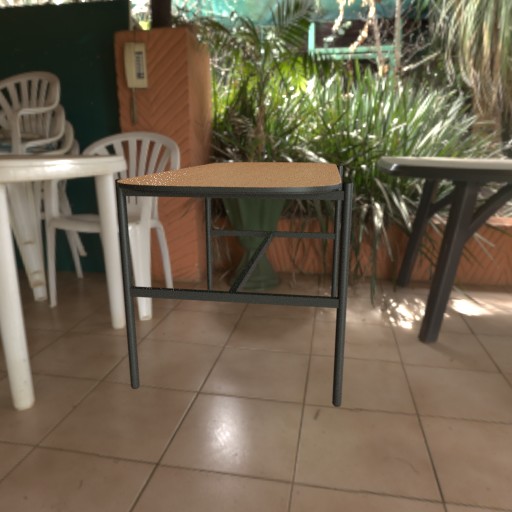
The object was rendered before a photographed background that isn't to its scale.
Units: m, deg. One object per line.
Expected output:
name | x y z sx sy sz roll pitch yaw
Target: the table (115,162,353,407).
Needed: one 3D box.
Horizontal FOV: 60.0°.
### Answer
table | 0.000 0.000 1.046 0.400 0.400 0.800 2 14 9
